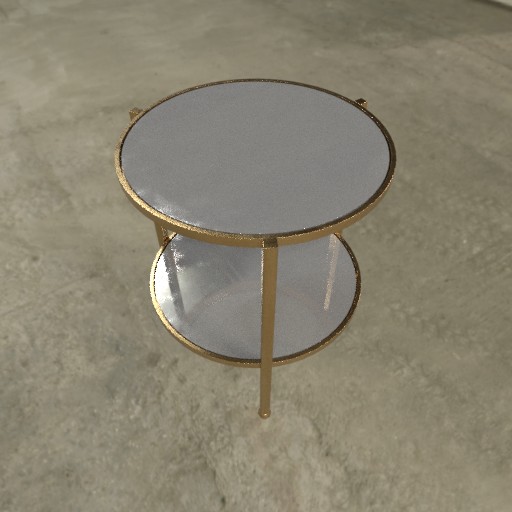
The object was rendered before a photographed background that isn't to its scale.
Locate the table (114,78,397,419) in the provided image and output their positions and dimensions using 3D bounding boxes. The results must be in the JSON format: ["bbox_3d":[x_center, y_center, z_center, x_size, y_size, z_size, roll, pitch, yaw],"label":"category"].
[{"bbox_3d":[0.000,0.000,0.466,0.231,0.269,0.243,-3,47,-3],"label":"table"}]
